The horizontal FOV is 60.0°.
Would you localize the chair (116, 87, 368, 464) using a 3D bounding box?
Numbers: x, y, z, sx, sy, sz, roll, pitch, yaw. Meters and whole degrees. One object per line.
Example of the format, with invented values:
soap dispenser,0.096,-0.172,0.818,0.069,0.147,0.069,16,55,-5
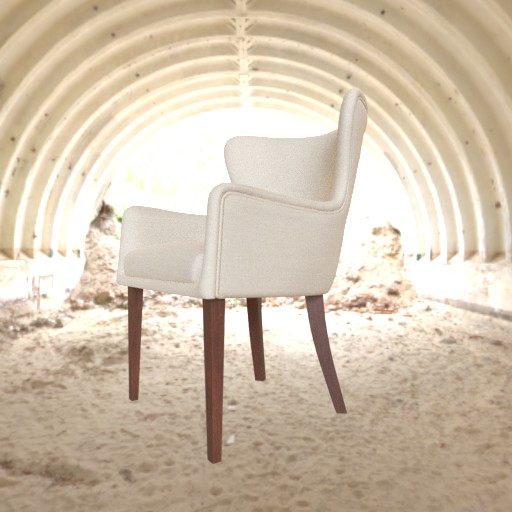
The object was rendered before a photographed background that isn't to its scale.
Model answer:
chair,0.000,0.000,1.485,0.744,0.990,0.696,0,0,-35
